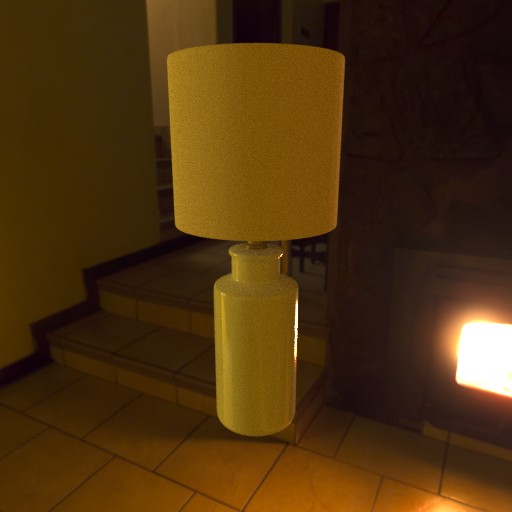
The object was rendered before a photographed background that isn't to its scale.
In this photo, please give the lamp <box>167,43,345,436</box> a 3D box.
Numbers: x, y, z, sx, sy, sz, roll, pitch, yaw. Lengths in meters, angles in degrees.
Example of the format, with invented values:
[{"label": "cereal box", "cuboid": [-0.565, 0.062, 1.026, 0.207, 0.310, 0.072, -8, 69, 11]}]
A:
[{"label": "lamp", "cuboid": [0.000, 0.000, 0.603, 0.212, 0.493, 0.212, 2, 16, 8]}]
